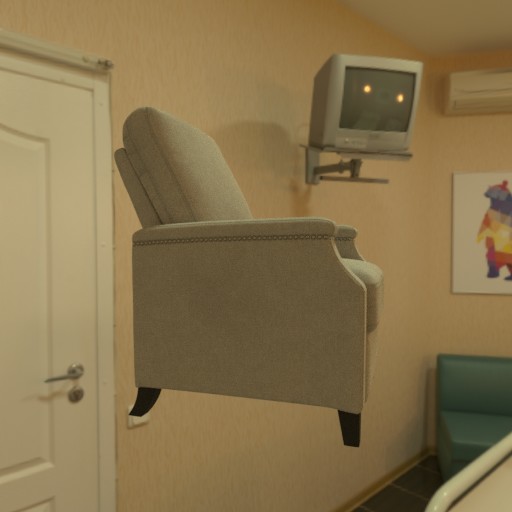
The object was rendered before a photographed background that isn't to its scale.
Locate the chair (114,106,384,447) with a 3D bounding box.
[{"bbox_3d":[0.000,0.000,1.678,0.922,1.049,0.710,1,2,18],"label":"chair"}]
